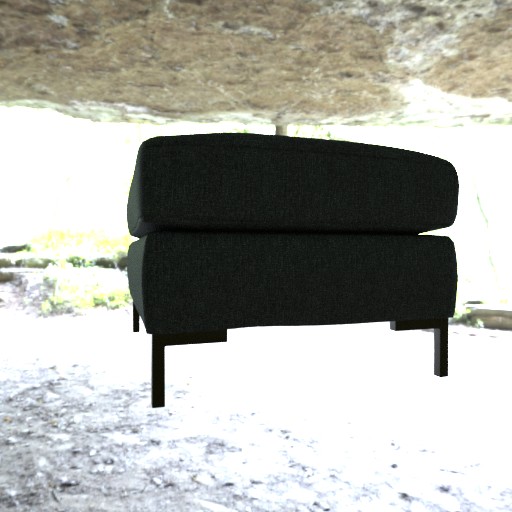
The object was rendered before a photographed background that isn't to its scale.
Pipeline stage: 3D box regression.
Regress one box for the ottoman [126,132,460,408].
[{"bbox_3d":[0.000,0.000,1.262,0.695,0.533,0.831,0,1,-18],"label":"ottoman"}]
